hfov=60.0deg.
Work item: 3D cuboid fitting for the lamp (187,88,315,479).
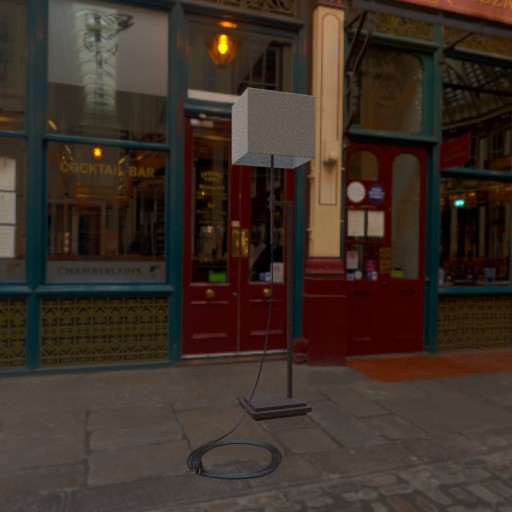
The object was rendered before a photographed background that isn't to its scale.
[{"bbox_3d":[0.000,0.000,1.998,0.698,1.600,0.774,0,0,-18],"label":"lamp"}]
